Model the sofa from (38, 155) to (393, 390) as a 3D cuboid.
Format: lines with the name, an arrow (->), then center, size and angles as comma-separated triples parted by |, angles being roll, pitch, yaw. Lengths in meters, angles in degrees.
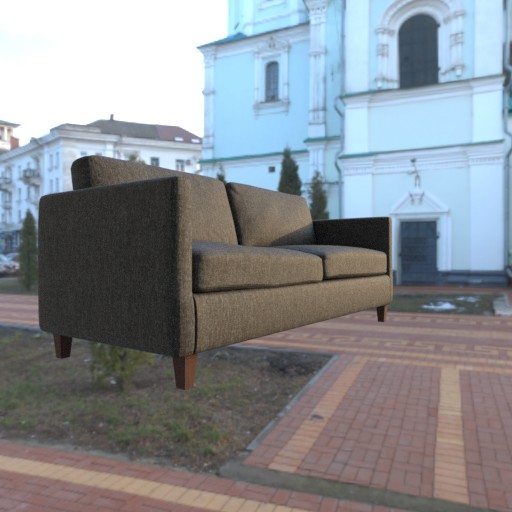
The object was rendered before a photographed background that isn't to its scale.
sofa -> 0.000, 0.000, 2.665 | 0.948, 0.960, 2.208 | 0, 0, 36
